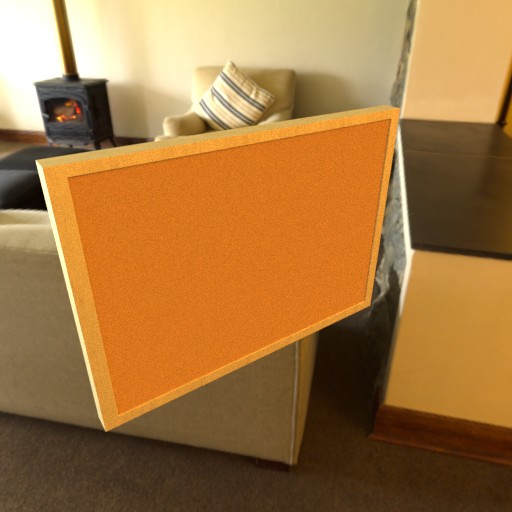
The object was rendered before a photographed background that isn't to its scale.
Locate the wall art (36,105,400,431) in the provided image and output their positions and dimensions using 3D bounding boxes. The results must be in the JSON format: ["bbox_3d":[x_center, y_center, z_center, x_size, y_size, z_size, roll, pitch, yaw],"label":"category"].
[{"bbox_3d":[0.000,0.000,0.671,0.532,0.380,0.032,-19,34,-30],"label":"wall art"}]
